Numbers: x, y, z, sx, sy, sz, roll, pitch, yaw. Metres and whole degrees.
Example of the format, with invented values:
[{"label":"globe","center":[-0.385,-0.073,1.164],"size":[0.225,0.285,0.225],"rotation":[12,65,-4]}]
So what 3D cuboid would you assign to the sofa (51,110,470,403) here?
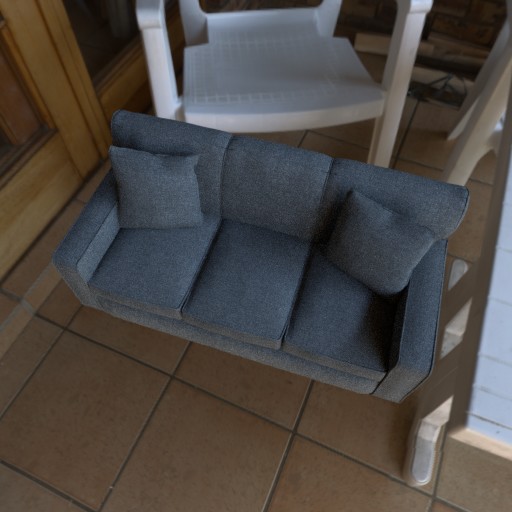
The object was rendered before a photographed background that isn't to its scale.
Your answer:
[{"label":"sofa","center":[0.000,0.000,2.555],"size":[2.024,0.958,0.997],"rotation":[15,59,9]}]
